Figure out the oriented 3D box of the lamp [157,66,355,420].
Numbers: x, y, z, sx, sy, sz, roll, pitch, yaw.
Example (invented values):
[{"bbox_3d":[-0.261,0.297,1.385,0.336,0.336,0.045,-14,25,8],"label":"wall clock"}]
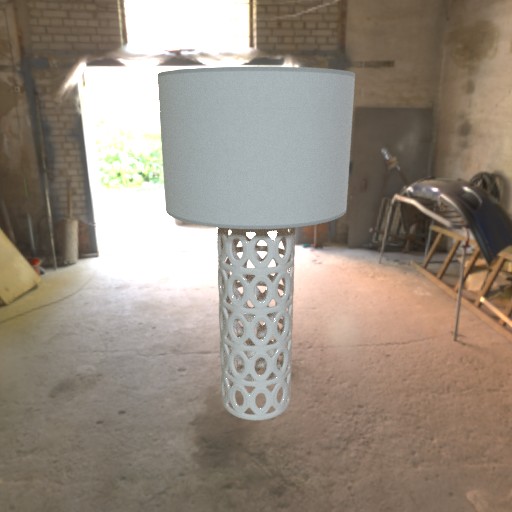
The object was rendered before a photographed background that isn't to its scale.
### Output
[{"bbox_3d":[0.000,0.000,0.842,0.324,0.636,0.325,-16,24,-41],"label":"lamp"}]
